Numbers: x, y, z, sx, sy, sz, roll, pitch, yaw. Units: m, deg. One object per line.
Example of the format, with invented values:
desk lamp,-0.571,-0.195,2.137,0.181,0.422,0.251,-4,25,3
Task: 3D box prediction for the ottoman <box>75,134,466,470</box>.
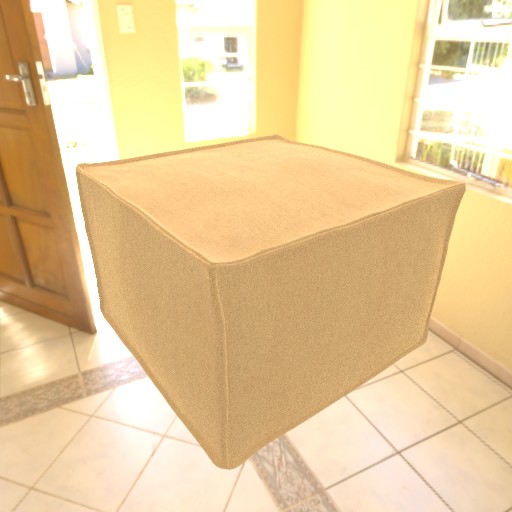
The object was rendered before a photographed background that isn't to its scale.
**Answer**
ottoman,0.000,0.000,1.147,0.696,0.470,0.707,-19,33,-32
